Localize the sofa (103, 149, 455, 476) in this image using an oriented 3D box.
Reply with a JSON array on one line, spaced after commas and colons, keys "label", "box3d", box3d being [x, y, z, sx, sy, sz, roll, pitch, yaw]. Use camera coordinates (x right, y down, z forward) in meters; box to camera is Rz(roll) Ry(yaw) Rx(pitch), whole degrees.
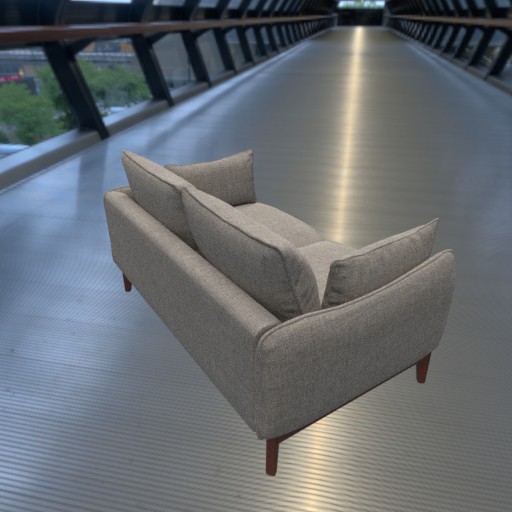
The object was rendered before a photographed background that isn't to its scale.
[{"label": "sofa", "box3d": [0.000, 0.000, 2.114, 0.972, 0.851, 1.580, -17, 32, -30]}]
